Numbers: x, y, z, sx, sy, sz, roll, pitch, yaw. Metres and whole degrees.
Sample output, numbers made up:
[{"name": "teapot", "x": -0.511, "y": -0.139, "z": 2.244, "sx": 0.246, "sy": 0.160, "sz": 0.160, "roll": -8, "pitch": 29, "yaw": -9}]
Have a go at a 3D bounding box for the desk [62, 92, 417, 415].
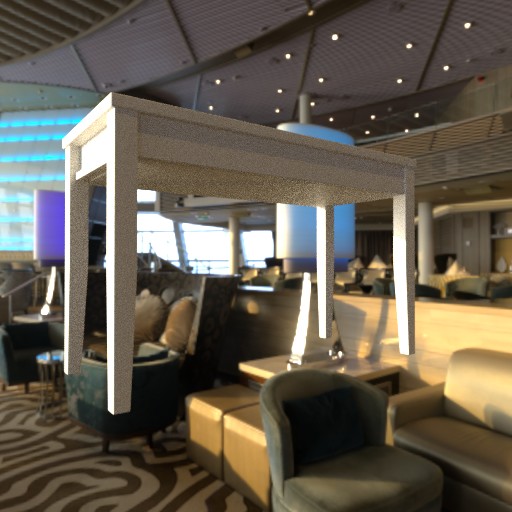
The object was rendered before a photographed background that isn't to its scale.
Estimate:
[{"name": "desk", "x": 0.000, "y": 0.000, "z": 1.618, "sx": 1.220, "sy": 0.775, "sz": 0.508, "roll": 0, "pitch": -1, "yaw": -36}]
